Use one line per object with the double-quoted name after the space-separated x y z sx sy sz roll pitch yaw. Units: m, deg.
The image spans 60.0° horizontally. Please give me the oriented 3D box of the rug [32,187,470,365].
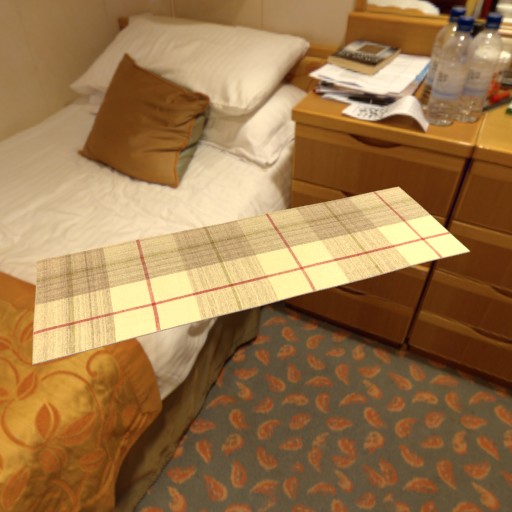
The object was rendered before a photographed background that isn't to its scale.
0.000 0.000 2.609 2.439 0.013 0.762 -13 42 -14 "rug"
